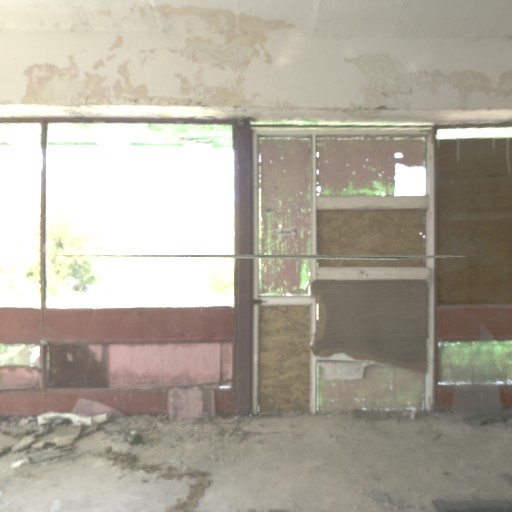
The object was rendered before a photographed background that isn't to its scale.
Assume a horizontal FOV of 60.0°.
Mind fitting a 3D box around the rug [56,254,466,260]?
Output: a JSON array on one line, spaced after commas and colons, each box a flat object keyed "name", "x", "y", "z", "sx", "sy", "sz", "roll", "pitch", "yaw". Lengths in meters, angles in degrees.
[{"name": "rug", "x": 0.000, "y": 0.000, "z": 3.070, "sx": 2.433, "sy": 0.007, "sz": 1.507, "roll": 0, "pitch": 1, "yaw": 35}]
